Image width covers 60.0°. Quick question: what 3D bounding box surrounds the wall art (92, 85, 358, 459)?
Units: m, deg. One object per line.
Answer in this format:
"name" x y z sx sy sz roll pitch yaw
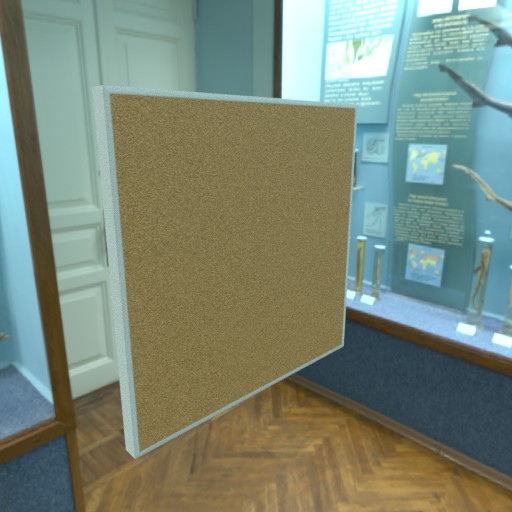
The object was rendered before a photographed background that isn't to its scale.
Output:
"wall art" 0.000 0.000 1.133 0.768 0.765 0.041 -14 21 -42
